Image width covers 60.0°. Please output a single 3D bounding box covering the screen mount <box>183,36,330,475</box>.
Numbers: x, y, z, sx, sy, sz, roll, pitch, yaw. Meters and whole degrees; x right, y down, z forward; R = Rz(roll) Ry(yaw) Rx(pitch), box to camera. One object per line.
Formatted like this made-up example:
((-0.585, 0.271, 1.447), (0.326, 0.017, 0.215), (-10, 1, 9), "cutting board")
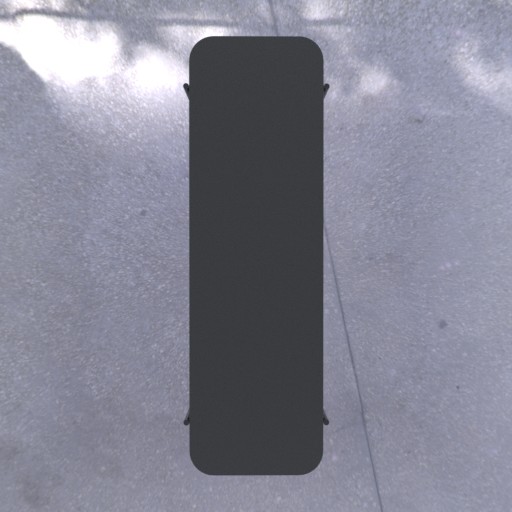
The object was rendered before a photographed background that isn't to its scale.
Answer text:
((0.000, 0.000, 1.433), (0.400, 0.447, 1.200), (0, 90, 0), "screen mount")
